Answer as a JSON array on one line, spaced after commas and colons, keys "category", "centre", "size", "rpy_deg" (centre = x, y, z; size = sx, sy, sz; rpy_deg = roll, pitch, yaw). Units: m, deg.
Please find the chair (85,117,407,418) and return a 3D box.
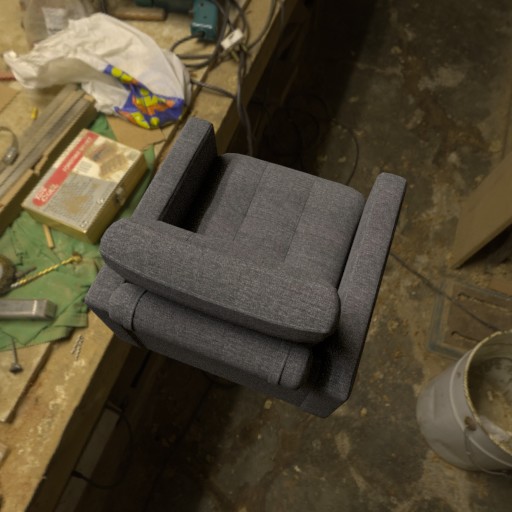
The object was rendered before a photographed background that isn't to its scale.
[{"category": "chair", "centre": [0.000, 0.000, 1.518], "size": [0.821, 0.880, 0.843], "rpy_deg": [19, 65, 9]}]
